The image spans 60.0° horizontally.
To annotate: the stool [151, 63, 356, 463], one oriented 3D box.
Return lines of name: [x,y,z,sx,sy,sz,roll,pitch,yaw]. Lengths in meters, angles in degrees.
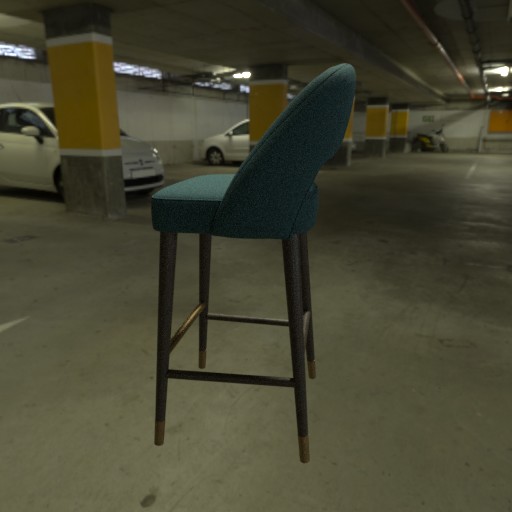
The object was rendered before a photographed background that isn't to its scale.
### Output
stool: [0.000,0.000,1.313,0.522,1.032,0.536,3,16,9]
